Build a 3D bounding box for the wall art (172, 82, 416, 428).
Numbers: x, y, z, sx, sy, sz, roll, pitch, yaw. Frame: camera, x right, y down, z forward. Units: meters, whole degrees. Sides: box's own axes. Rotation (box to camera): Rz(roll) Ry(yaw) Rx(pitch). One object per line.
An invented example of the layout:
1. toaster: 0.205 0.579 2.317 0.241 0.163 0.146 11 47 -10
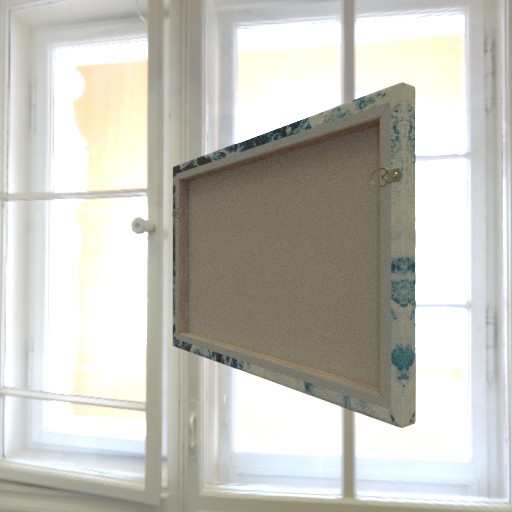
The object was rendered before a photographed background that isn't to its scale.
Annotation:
1. wall art: 0.000 0.000 1.153 0.042 0.610 0.915 0 0 -36
